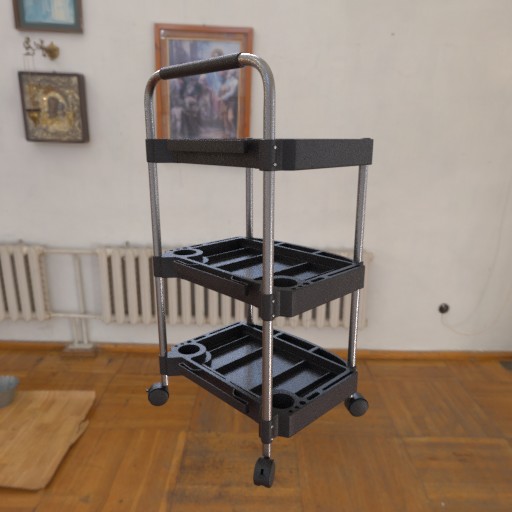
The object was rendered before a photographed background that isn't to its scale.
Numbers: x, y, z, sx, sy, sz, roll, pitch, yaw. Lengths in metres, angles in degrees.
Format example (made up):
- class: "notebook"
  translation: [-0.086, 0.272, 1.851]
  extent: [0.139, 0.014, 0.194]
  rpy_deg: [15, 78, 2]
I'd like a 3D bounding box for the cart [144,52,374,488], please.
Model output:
- class: "cart"
  translation: [0.000, 0.000, 1.370]
  extent: [0.518, 1.075, 0.584]
  rpy_deg: [-14, 20, -42]
